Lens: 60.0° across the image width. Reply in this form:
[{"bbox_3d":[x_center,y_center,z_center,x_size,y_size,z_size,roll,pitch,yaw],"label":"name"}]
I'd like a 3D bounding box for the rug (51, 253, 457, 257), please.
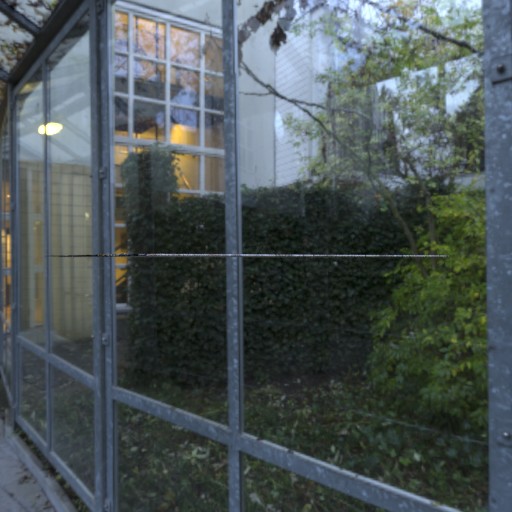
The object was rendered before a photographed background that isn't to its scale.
[{"bbox_3d":[0.000,0.000,2.337,1.848,0.012,1.217,0,0,-35],"label":"rug"}]
